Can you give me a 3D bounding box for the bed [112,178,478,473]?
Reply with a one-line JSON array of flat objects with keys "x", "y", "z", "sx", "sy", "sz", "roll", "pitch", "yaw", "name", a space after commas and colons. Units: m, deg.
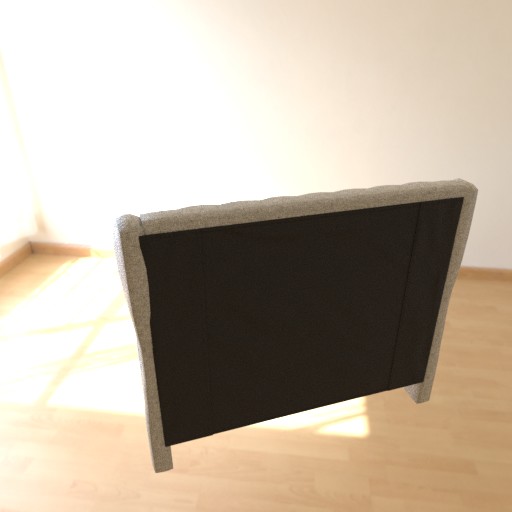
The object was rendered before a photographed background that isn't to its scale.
[{"x": 0.000, "y": 0.000, "z": 3.801, "sx": 2.219, "sy": 1.771, "sz": 2.347, "roll": -8, "pitch": 28, "yaw": -16, "name": "bed"}]
